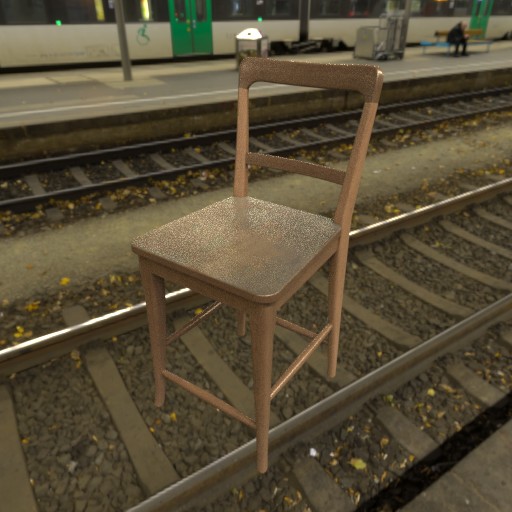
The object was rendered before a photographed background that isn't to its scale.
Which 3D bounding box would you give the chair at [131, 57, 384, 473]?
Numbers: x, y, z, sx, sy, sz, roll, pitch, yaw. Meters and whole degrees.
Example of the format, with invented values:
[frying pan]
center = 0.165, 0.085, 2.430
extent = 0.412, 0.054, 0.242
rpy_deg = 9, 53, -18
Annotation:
[chair]
center = 0.000, 0.000, 1.270
extent = 0.450, 0.991, 0.546
rpy_deg = 19, 34, 30
